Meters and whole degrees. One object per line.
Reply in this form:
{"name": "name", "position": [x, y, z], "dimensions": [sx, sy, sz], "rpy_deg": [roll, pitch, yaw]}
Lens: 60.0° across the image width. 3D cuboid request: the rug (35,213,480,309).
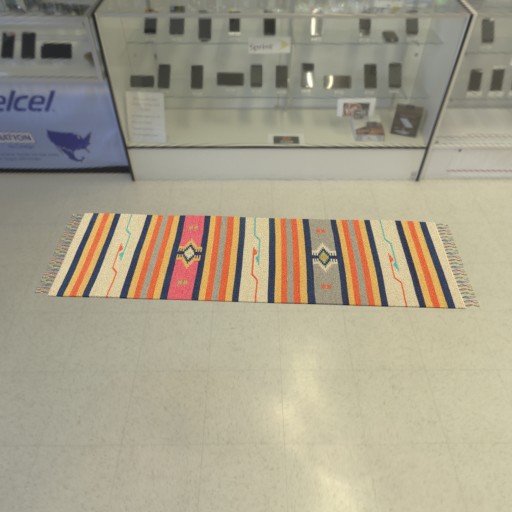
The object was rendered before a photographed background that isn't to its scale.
{"name": "rug", "position": [0.000, 0.000, 2.664], "dimensions": [2.455, 0.017, 0.695], "rpy_deg": [2, 46, 2]}
